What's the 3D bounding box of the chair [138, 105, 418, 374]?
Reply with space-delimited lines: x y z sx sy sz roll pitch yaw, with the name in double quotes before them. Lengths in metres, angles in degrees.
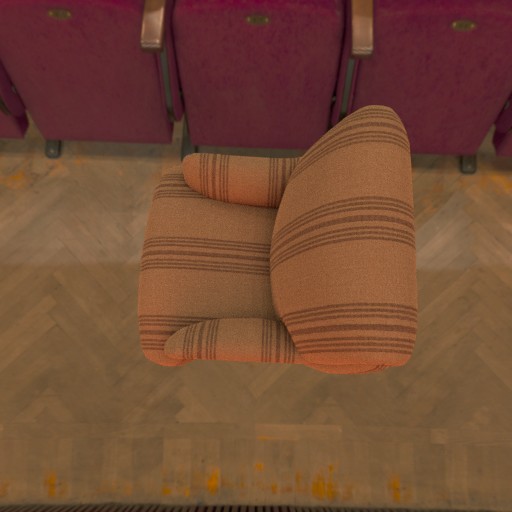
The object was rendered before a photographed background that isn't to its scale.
"chair" 0.000 0.000 1.631 0.914 0.940 0.813 3 75 1
